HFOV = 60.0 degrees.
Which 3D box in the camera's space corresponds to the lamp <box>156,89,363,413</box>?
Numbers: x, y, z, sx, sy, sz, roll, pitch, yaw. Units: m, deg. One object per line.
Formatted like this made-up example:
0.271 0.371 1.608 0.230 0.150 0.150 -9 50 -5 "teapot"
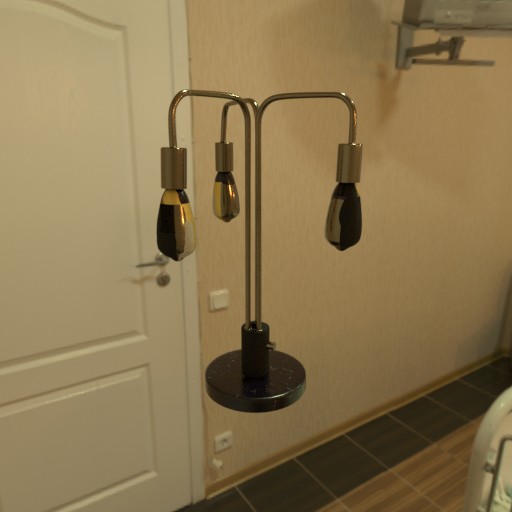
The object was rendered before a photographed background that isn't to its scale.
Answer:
0.000 0.000 0.809 0.368 0.560 0.355 8 17 27 "lamp"
